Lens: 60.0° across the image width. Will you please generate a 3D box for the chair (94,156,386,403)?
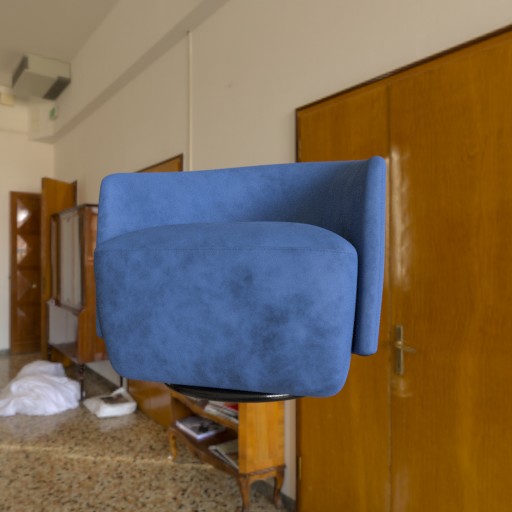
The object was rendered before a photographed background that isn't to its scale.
[{"bbox_3d":[0.000,0.000,1.359,0.773,0.698,0.767,0,0,17],"label":"chair"}]
